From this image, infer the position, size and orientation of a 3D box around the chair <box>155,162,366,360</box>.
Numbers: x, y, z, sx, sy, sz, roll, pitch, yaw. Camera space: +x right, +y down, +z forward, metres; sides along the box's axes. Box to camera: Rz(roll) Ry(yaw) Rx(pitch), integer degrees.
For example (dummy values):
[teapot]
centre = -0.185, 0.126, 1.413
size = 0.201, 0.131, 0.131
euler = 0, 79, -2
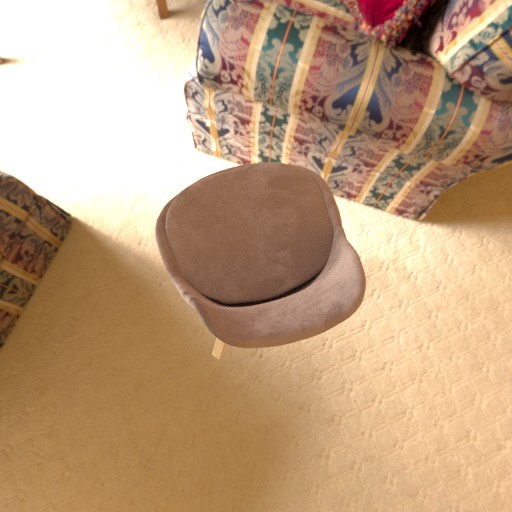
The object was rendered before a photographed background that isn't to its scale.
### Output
[chair]
centre = 0.000, 0.000, 1.212
size = 0.485, 0.850, 0.550
euler = -16, 75, -5
